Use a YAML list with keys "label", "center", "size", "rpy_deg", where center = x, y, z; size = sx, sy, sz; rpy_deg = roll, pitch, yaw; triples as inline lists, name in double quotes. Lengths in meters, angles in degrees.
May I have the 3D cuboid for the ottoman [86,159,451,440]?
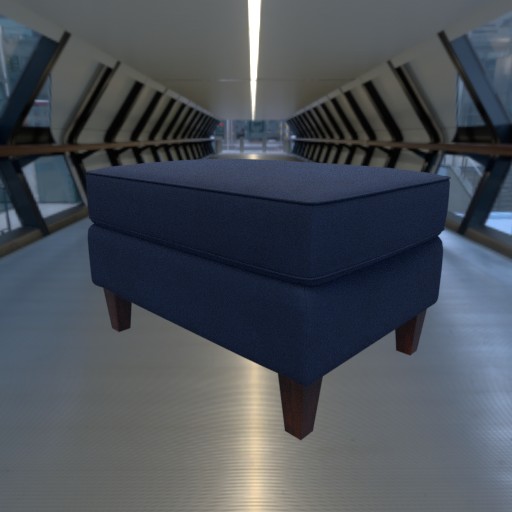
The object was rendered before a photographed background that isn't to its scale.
- label: "ottoman"
  center: [0.000, 0.000, 1.424]
  size: [0.965, 0.584, 0.686]
  rpy_deg: [15, 22, 42]
